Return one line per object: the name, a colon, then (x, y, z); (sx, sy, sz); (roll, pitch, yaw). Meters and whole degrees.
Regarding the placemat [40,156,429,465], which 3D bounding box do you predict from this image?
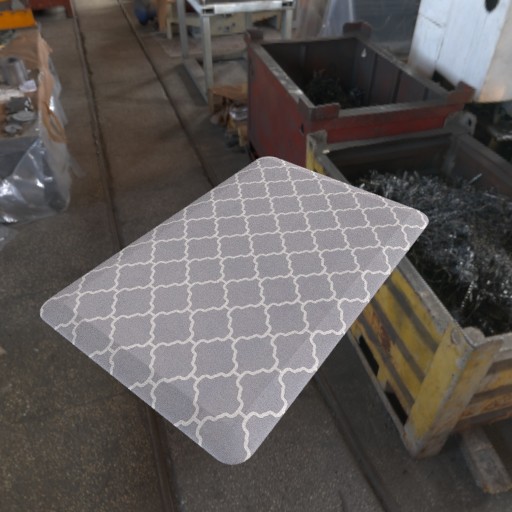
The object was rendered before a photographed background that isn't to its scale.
placemat: (0.000, 0.000, 0.962); (0.508, 0.021, 0.762); (27, 48, 27)
